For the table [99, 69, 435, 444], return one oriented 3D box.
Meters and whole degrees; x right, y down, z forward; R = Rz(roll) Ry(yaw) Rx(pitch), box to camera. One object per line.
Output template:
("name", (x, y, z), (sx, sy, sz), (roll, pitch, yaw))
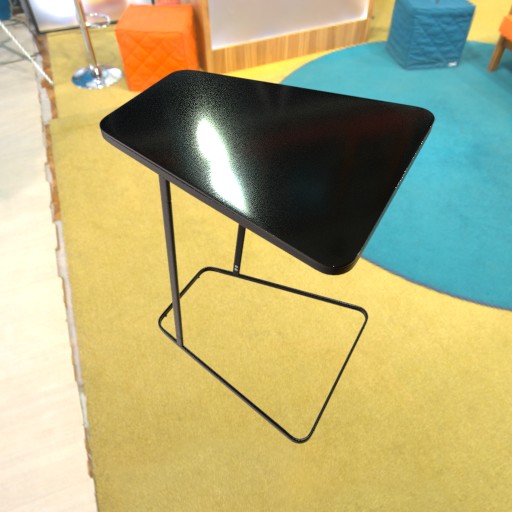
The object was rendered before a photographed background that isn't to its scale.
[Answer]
("table", (0.000, 0.000, 0.970), (0.500, 0.624, 0.427), (23, 52, 20))
